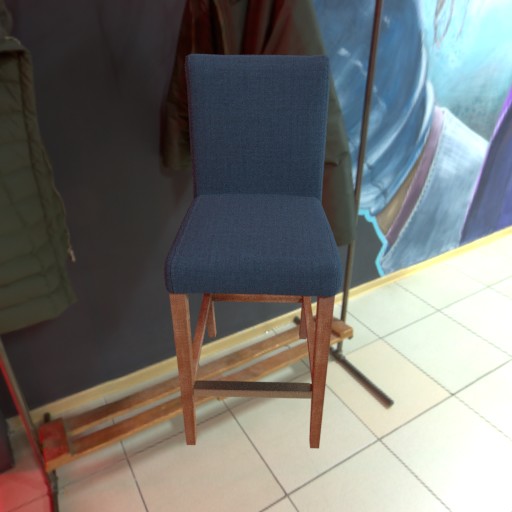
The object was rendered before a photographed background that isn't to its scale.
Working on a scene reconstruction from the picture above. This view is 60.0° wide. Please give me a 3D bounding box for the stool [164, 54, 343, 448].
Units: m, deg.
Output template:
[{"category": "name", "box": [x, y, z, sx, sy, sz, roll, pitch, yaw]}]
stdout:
[{"category": "stool", "box": [0.000, 0.000, 1.369, 0.454, 1.088, 0.574, 1, 30, 2]}]
